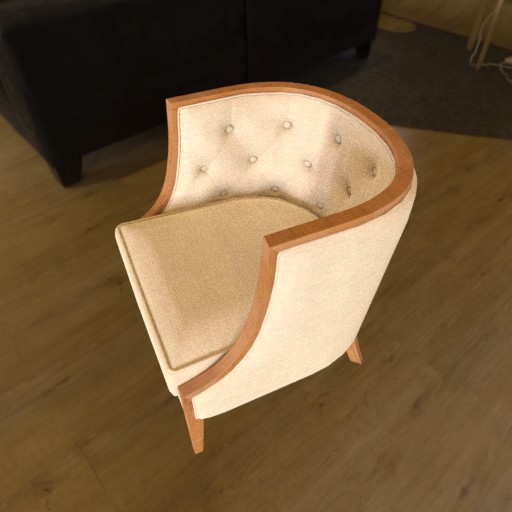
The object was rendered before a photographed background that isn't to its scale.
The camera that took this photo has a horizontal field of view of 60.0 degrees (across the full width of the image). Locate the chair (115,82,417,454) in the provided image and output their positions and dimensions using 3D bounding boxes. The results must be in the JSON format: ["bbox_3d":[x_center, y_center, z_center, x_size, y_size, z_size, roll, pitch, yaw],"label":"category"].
[{"bbox_3d":[0.000,0.000,1.375,0.757,0.775,0.711,-18,48,-17],"label":"chair"}]
